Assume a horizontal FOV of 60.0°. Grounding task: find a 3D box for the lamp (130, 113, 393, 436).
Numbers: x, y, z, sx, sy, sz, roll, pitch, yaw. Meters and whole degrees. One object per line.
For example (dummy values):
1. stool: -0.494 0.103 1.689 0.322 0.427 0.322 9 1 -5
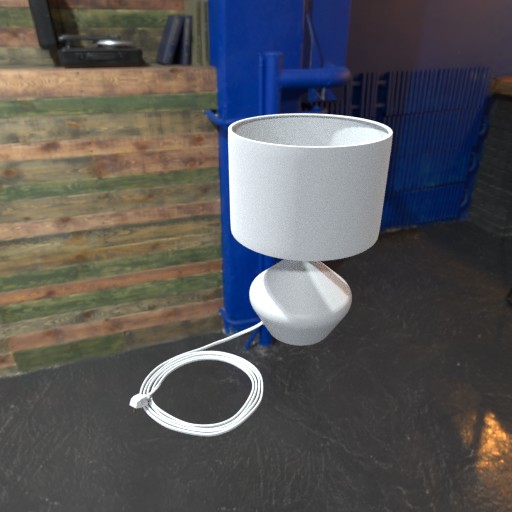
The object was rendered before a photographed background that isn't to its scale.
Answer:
1. lamp: 0.000 0.000 0.864 0.546 0.457 0.401 -9 29 -16
